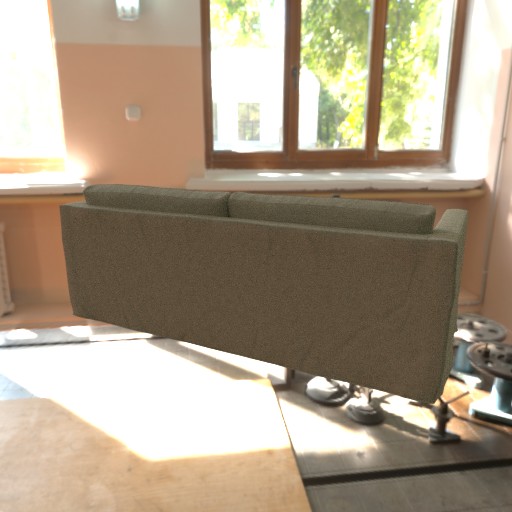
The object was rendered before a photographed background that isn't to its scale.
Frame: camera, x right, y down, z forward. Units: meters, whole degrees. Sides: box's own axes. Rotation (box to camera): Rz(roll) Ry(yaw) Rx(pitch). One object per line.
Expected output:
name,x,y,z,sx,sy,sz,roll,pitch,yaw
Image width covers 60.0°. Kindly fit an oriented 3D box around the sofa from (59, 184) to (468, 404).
sofa,0.000,0.000,2.690,2.296,0.847,0.956,7,16,26
